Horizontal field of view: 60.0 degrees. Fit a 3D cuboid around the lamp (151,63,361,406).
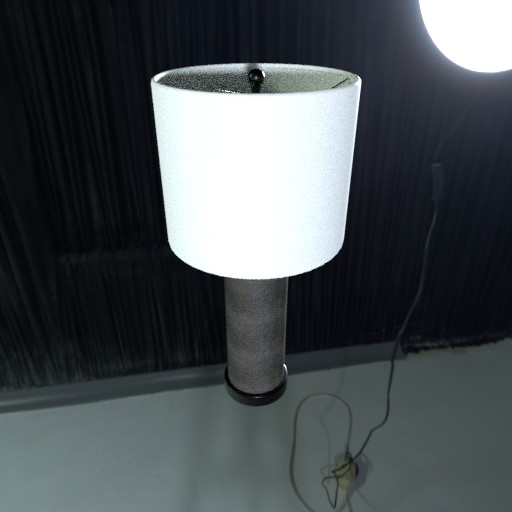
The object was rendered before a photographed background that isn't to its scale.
[{"bbox_3d":[0.000,0.000,0.808,0.305,0.634,0.305,-7,31,-13],"label":"lamp"}]
